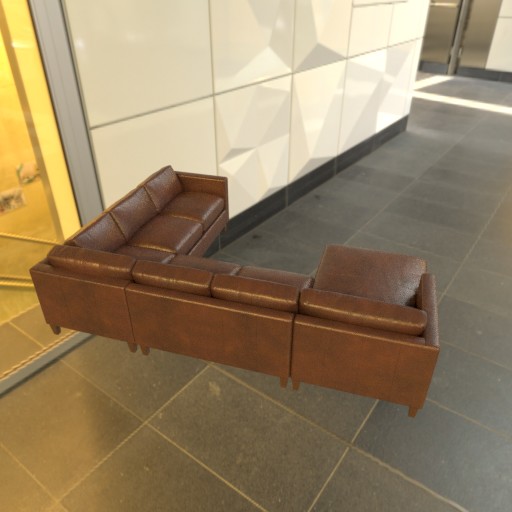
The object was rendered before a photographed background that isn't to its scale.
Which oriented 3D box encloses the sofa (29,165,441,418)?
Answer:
[{"bbox_3d":[0.000,0.000,4.509,3.324,0.891,2.452,9,33,14],"label":"sofa"}]
